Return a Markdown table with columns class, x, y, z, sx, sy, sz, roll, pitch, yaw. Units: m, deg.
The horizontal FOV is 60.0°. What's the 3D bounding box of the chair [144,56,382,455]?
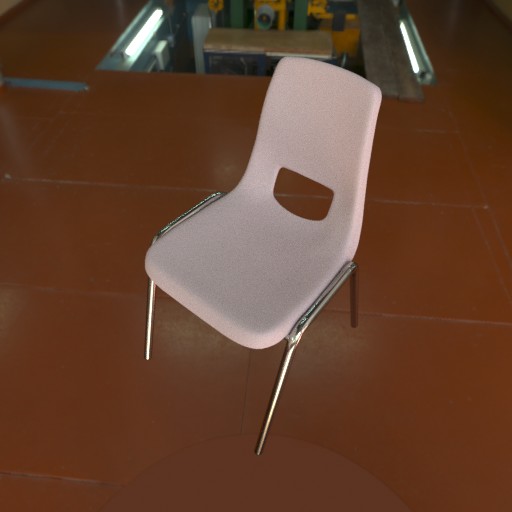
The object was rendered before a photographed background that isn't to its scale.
| class | x | y | z | sx | sy | sz | roll | pitch | yaw |
| --- | --- | --- | --- | --- | --- | --- | --- | --- | --- |
| chair | 0.000 | 0.000 | 0.913 | 0.381 | 0.653 | 0.436 | 31 | 54 | 26 |
